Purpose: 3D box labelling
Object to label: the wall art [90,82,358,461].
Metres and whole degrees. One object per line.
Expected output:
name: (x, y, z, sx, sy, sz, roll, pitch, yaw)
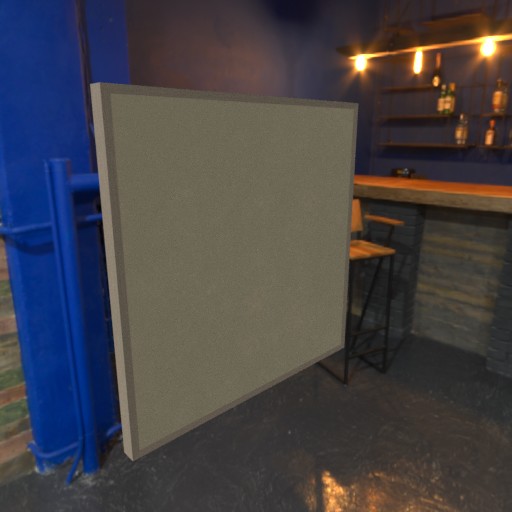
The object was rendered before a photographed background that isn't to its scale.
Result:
wall art: (0.000, 0.000, 1.113, 0.761, 0.758, 0.038, -14, 21, -42)
